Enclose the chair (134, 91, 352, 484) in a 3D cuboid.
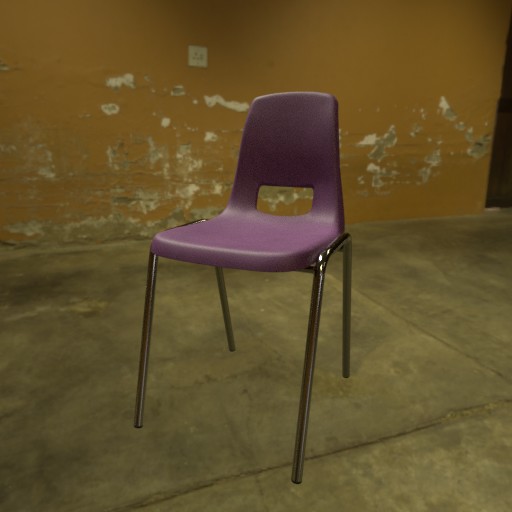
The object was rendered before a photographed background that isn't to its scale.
[{"bbox_3d":[0.000,0.000,0.962,0.381,0.704,0.432,7,17,25],"label":"chair"}]
